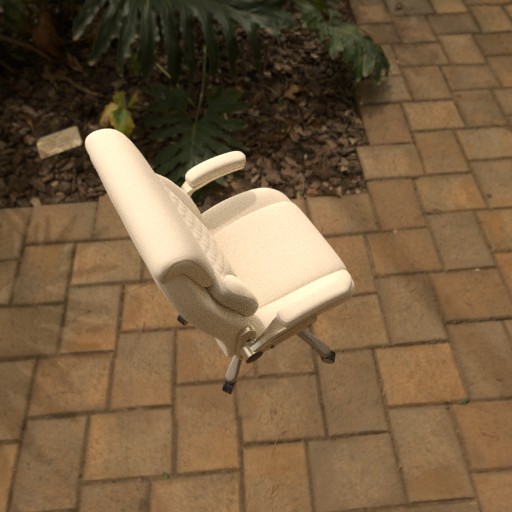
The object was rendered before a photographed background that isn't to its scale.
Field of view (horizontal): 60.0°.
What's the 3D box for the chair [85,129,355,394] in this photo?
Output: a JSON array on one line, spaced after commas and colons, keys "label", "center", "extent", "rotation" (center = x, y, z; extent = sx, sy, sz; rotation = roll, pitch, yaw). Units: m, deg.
[{"label": "chair", "center": [0.000, 0.000, 1.612], "extent": [0.794, 1.110, 0.740], "rotation": [-29, 62, -17]}]
